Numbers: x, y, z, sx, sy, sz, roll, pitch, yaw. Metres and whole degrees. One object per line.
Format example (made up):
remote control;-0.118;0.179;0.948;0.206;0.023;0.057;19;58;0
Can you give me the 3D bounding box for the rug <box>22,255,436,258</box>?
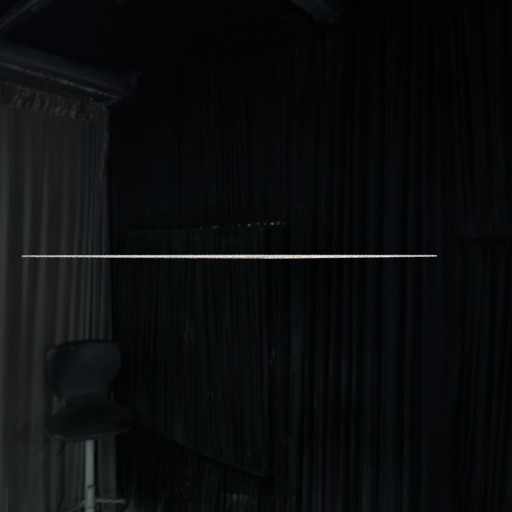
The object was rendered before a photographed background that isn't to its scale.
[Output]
rug;0.000;0.000;3.877;2.313;0.009;2.939;0;0;37
